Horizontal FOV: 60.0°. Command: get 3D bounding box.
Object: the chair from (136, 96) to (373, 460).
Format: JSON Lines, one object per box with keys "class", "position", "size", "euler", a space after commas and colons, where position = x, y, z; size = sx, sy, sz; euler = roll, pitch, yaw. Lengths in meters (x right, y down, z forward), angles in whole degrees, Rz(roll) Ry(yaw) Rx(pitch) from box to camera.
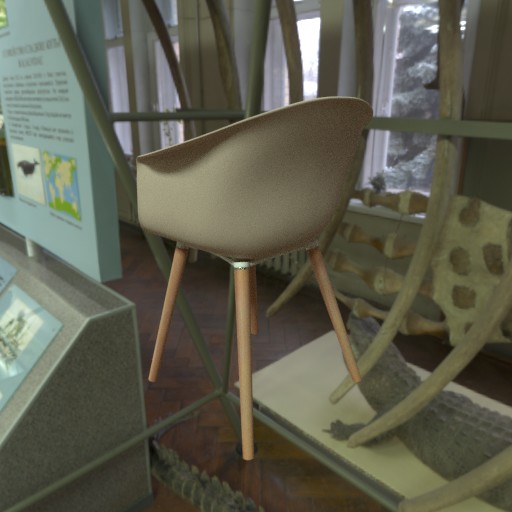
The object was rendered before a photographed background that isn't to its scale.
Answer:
{"class": "chair", "position": [0.000, 0.000, 1.167], "size": [0.593, 0.781, 0.504], "euler": [-17, 25, -42]}
